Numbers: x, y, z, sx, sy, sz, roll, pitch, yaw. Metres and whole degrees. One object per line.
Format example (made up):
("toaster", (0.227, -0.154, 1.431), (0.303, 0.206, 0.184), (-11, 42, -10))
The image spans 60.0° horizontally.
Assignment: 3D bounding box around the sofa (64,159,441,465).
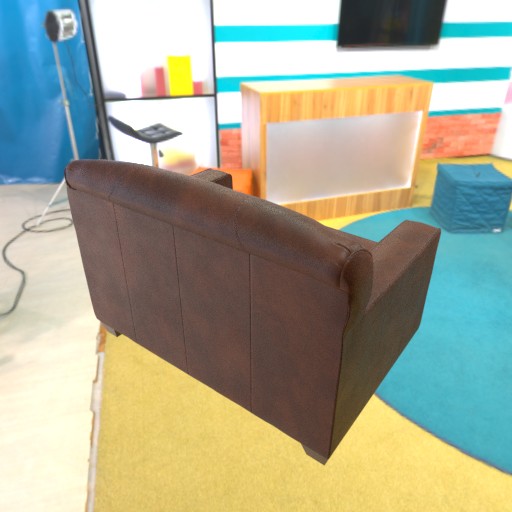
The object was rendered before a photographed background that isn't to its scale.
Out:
("sofa", (0.000, 0.000, 2.075), (1.413, 0.956, 1.000), (20, 35, 32))
